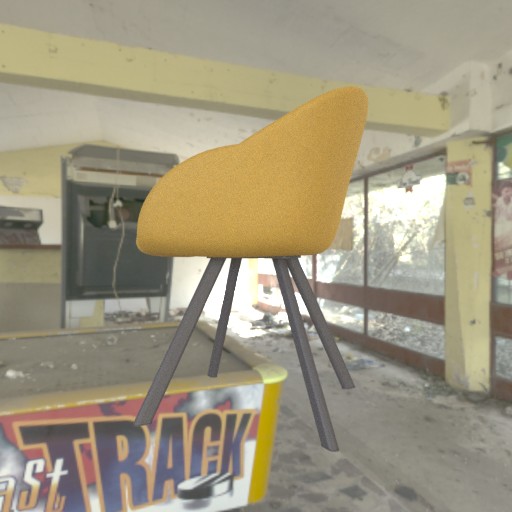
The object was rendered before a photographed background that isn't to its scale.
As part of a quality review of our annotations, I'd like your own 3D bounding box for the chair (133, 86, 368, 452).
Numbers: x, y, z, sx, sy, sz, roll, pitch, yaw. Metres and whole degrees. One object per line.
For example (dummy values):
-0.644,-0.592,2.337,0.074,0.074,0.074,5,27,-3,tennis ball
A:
0.000,0.000,1.190,0.583,0.793,0.551,0,0,17,chair
